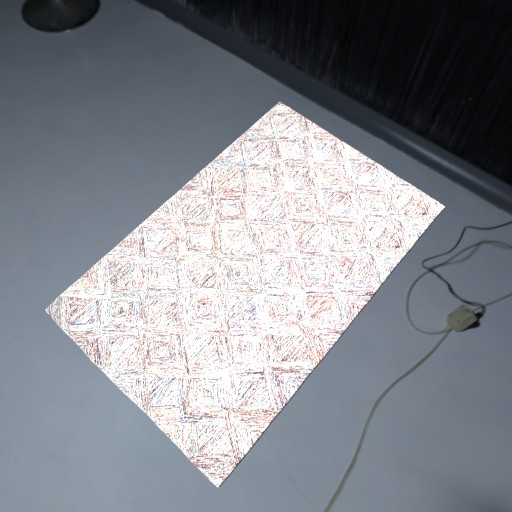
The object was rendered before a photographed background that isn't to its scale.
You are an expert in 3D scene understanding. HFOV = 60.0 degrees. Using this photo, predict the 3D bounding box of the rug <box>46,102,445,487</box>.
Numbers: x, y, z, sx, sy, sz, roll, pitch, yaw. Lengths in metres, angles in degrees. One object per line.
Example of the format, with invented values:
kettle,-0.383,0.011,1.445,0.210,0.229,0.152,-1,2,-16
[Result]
rug,0.000,0.000,2.221,1.143,0.014,1.761,38,70,17
